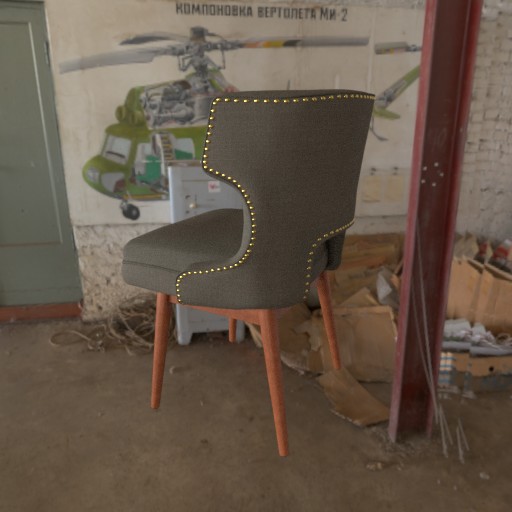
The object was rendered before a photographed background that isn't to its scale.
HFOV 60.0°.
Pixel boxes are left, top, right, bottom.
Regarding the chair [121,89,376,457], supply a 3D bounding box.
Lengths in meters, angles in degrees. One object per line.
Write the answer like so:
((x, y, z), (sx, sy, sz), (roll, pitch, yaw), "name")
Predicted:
((0.000, 0.000, 1.247), (0.581, 0.863, 0.595), (9, 20, 26), "chair")
